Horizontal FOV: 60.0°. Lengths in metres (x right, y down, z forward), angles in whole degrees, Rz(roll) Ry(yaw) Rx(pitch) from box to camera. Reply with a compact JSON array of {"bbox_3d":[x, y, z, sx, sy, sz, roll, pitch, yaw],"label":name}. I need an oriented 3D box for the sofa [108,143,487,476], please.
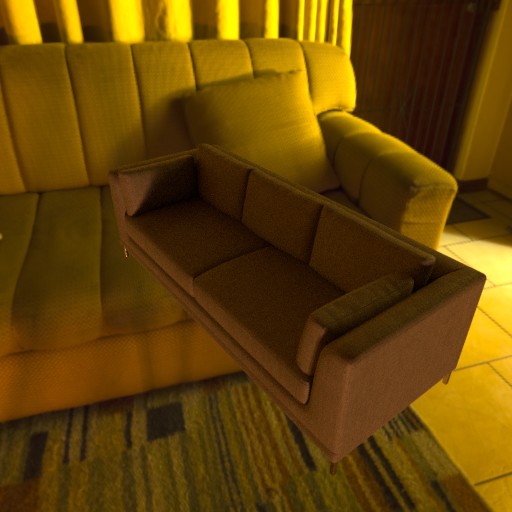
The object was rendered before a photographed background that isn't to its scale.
[{"bbox_3d":[0.000,0.000,2.856,0.969,0.867,2.415,-22,39,-30],"label":"sofa"}]
